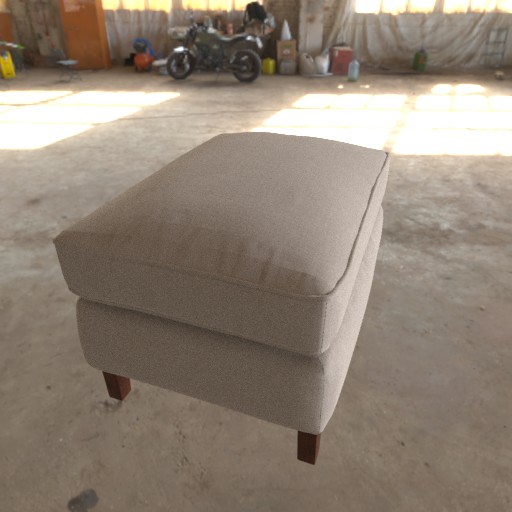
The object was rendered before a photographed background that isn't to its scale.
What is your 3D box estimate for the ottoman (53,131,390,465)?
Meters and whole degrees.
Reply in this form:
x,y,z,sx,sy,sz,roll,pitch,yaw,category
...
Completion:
x,y,z,sx,sy,sz,roll,pitch,yaw,category
0.000,0.000,0.972,0.501,0.456,0.665,11,33,18,ottoman
